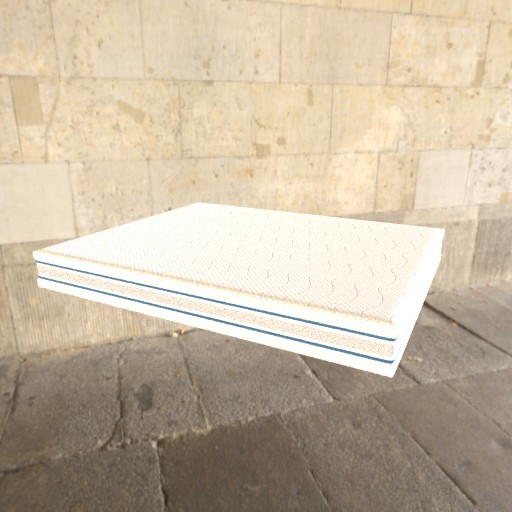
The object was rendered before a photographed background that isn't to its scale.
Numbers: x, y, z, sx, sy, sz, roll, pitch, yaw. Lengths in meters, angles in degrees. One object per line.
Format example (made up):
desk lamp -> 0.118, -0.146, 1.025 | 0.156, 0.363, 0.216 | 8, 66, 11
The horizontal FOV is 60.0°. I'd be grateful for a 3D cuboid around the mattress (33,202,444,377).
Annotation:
mattress -> 0.000, 0.000, 2.750 | 2.000, 0.230, 1.600 | 9, 20, 26
